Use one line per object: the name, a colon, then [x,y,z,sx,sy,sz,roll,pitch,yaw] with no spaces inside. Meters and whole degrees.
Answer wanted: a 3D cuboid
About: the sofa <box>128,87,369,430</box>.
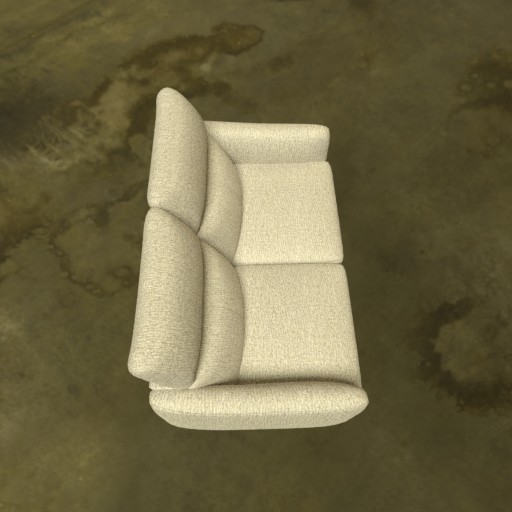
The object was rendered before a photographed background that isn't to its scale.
sofa: [0.000,0.000,2.160,0.905,0.950,1.540,-1,62,-1]
